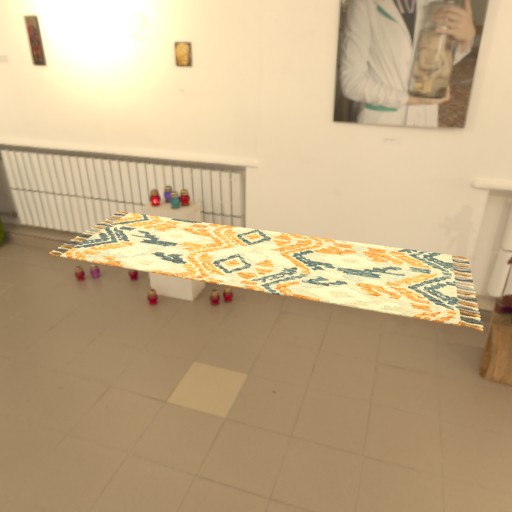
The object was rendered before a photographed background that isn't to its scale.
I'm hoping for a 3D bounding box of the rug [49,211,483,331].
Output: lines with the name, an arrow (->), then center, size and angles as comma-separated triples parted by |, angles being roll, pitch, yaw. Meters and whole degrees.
rug -> 0.000, 0.000, 2.680 | 2.437, 0.010, 0.783 | 8, 28, 16
